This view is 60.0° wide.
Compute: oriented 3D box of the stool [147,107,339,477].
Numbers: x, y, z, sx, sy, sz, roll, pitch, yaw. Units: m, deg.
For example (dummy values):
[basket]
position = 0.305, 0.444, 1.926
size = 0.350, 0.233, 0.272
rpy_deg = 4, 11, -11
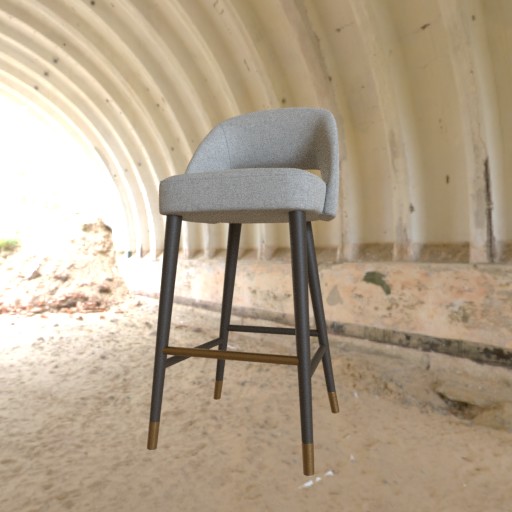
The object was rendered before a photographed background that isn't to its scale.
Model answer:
[stool]
position = 0.000, 0.000, 1.347
size = 0.494, 1.037, 0.509
rpy_deg = 0, 1, 19
